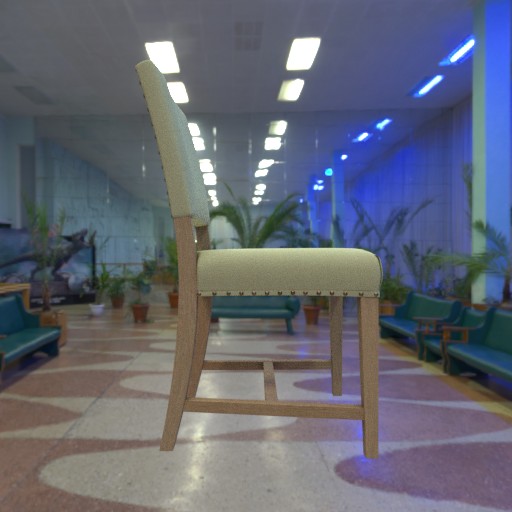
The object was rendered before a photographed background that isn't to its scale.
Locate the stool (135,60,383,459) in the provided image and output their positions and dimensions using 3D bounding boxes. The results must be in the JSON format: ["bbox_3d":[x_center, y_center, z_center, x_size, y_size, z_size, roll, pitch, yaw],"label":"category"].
[{"bbox_3d":[0.000,0.000,1.326,0.623,0.986,0.508,0,1,0],"label":"stool"}]
